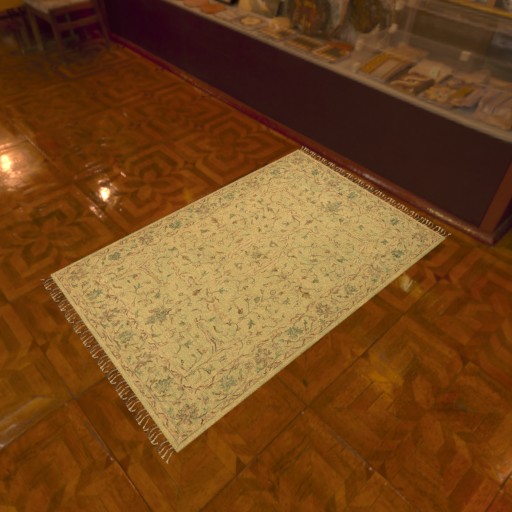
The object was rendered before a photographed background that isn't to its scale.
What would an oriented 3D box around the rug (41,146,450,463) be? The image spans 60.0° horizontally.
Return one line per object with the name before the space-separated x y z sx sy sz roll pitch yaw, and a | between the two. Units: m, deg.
rug | 0.000 0.000 3.057 2.435 0.010 1.544 -32 54 -27
